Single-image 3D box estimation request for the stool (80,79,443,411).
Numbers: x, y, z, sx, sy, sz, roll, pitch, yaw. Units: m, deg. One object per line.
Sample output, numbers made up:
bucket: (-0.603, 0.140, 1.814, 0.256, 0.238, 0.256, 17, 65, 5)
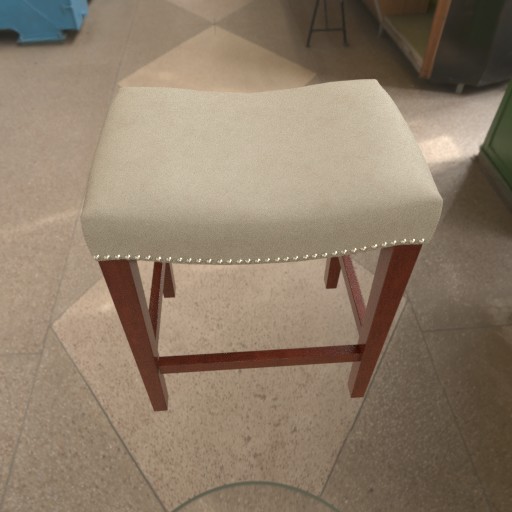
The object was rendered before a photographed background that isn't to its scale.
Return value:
stool: (0.000, 0.000, 0.931, 0.509, 0.632, 0.375, -3, 47, -3)
